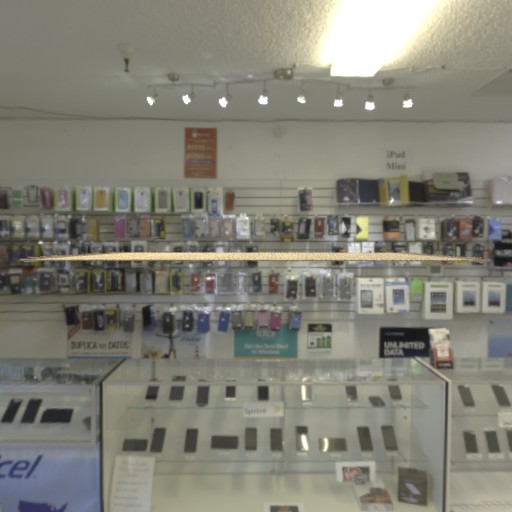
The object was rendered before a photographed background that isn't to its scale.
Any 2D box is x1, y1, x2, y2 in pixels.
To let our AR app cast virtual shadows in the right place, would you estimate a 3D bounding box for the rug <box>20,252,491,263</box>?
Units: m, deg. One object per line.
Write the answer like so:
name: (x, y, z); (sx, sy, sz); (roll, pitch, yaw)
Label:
rug: (0.000, 0.000, 3.099); (2.523, 0.034, 1.528); (0, 2, 2)
